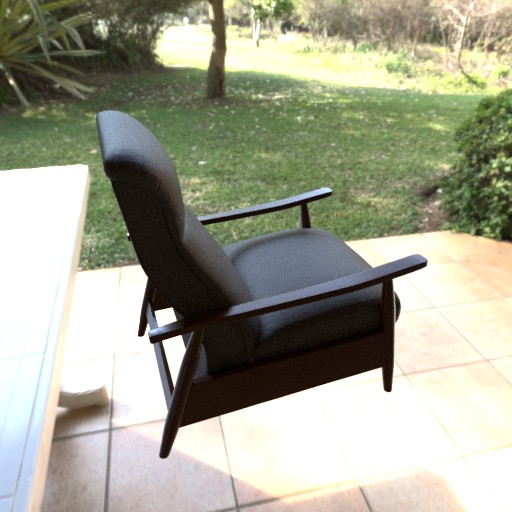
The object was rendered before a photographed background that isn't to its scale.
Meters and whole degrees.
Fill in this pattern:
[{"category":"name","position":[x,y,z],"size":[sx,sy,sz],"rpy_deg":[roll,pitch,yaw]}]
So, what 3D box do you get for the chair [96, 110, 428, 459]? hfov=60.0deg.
[{"category":"chair","position":[0.000,0.000,1.744],"size":[1.014,1.081,0.762],"rpy_deg":[-10,31,-17]}]
